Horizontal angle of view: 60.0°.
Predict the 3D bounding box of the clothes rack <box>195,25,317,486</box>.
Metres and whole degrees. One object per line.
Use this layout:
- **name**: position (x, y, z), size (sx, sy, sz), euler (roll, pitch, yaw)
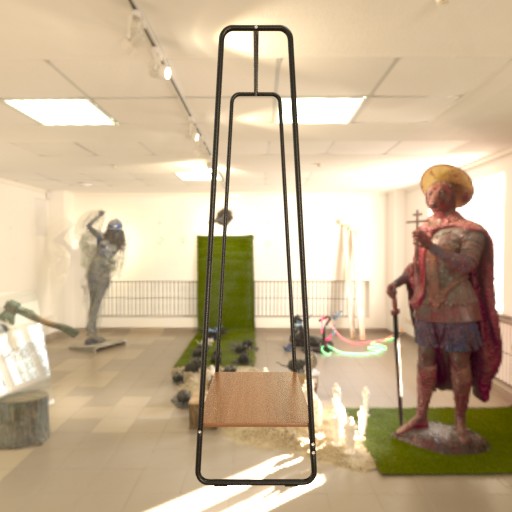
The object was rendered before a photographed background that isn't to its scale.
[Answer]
- **clothes rack**: position (0.000, 0.000, 1.753), size (0.400, 1.500, 0.640), euler (0, 1, 0)
